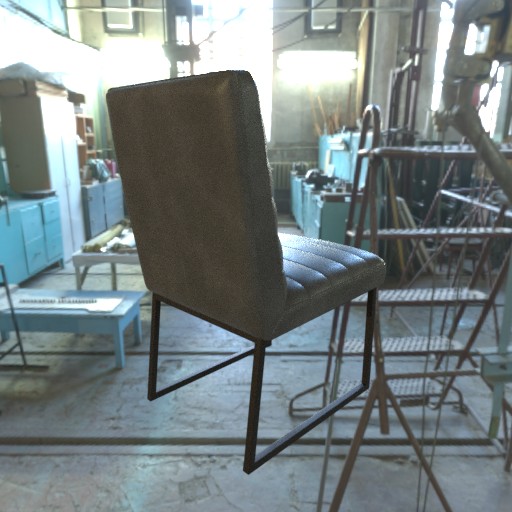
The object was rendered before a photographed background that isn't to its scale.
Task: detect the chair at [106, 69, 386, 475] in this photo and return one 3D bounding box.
[{"bbox_3d":[0.000,0.000,1.300,0.634,0.930,0.520,-14,21,-43],"label":"chair"}]
